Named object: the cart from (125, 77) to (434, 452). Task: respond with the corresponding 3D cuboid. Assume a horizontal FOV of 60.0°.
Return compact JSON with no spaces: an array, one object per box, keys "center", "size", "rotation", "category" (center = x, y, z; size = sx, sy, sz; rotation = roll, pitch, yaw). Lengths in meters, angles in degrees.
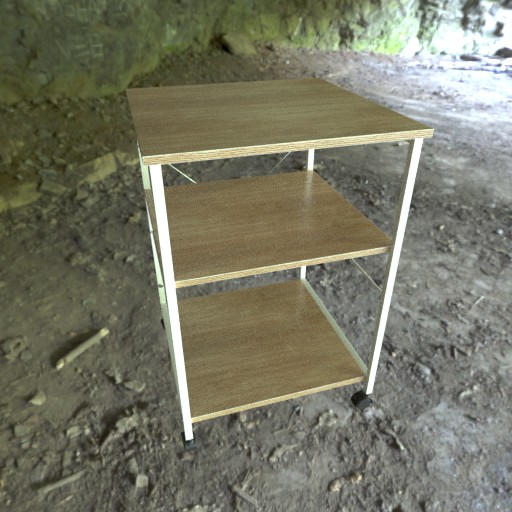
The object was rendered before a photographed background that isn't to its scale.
[{"center":[0.000,0.000,1.155],"size":[0.521,0.762,0.520],"rotation":[-9,33,-14],"category":"cart"}]
